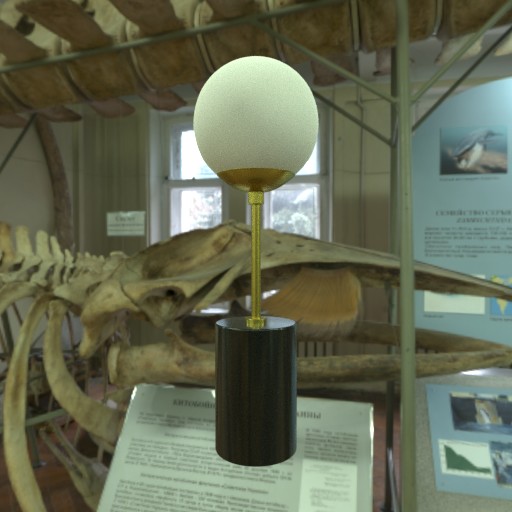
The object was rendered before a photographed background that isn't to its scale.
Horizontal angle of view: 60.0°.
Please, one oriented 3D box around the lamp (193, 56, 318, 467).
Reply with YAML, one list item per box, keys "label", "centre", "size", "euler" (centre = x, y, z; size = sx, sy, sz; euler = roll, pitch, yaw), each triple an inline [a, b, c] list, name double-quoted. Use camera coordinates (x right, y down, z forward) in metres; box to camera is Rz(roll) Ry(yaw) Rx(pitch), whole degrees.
- label: "lamp"
  centre: [0.000, 0.000, 0.552]
  size: [0.153, 0.480, 0.153]
  euler: [0, 1, 0]
